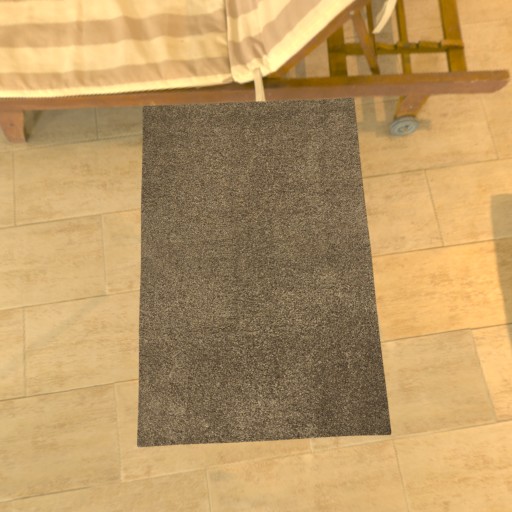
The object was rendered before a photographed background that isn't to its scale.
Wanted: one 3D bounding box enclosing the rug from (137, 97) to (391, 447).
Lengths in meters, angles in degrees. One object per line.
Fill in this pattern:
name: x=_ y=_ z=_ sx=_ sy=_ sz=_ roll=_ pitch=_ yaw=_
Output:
rug: x=0.000 y=0.000 z=3.458 sx=1.802 sy=0.026 sz=2.699 roll=-3 pitch=76 yaw=-1
